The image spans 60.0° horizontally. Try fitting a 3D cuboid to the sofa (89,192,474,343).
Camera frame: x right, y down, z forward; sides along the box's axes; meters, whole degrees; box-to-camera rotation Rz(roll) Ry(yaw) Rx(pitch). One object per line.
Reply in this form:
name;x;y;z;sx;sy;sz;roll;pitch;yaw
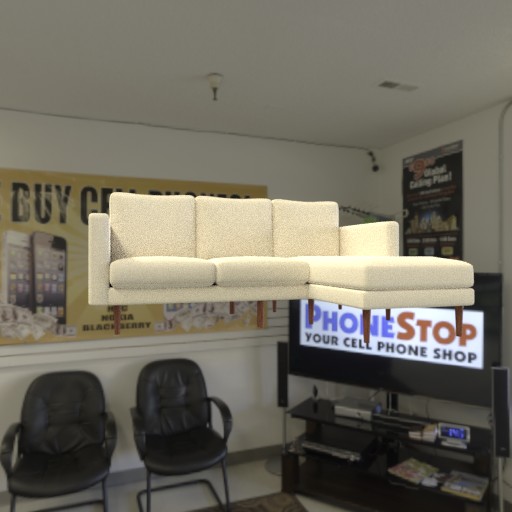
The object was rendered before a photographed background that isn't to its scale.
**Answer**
sofa;0.000;0.000;2.861;2.029;0.899;1.580;0;0;-18
